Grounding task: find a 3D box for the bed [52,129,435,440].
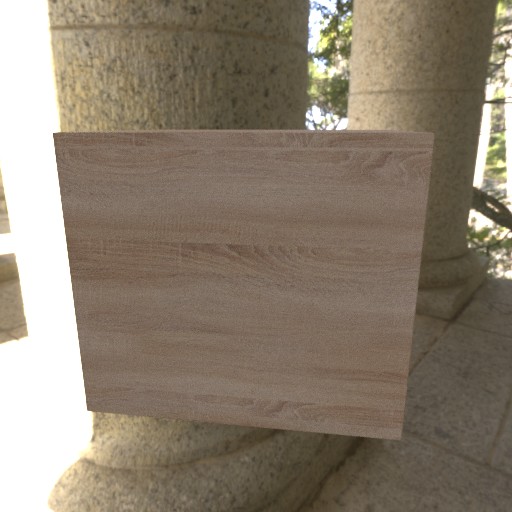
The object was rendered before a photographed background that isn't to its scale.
[{"bbox_3d":[0.000,0.000,0.773,0.460,0.420,0.401,2,17,8],"label":"bed"}]
